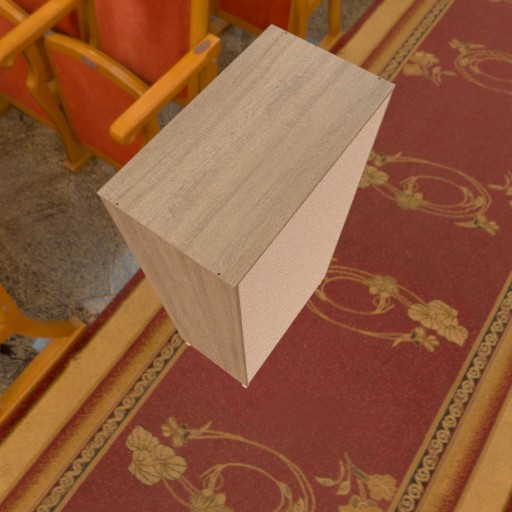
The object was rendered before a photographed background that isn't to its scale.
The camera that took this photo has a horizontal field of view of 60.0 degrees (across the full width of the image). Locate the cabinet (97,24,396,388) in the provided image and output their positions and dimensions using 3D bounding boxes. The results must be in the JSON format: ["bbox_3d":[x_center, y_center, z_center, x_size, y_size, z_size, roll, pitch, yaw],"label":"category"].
[{"bbox_3d":[0.000,0.000,2.468,0.571,1.999,1.006,33,69,14],"label":"cabinet"}]
